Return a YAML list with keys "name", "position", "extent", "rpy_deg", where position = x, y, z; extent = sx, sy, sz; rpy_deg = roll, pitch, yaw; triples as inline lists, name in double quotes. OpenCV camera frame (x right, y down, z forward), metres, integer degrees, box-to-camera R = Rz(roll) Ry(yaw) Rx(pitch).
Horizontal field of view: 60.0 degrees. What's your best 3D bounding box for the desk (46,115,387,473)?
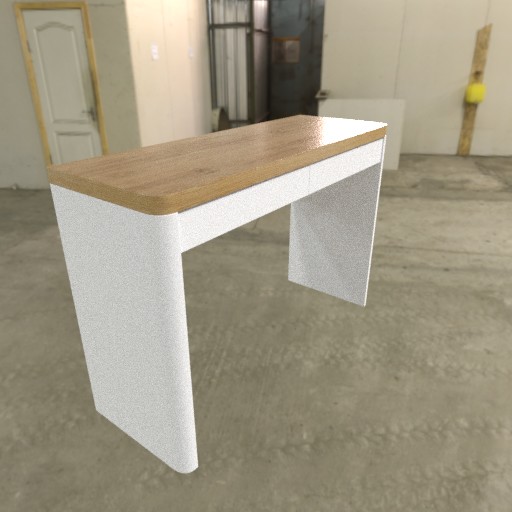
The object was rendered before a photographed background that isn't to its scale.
- name: "desk"
  position: [0.000, 0.000, 1.485]
  extent: [0.390, 0.760, 1.100]
  rpy_deg: [18, 31, 33]
